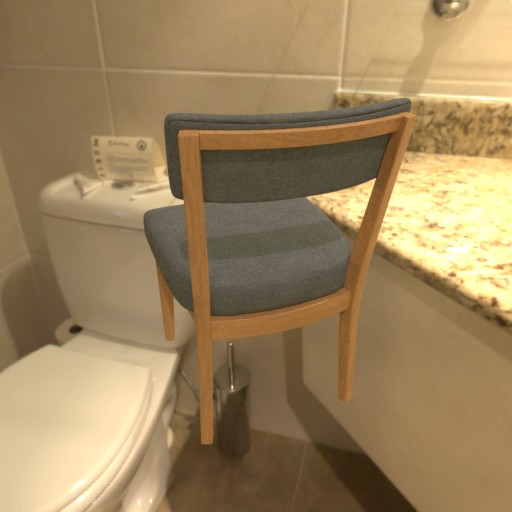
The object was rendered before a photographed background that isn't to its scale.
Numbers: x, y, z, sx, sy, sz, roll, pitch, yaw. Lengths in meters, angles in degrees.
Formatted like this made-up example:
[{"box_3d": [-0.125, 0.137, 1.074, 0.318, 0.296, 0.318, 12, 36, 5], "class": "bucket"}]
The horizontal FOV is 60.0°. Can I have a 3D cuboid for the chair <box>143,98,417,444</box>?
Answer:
[{"box_3d": [0.000, 0.000, 1.165, 0.508, 0.832, 0.572, -10, 30, -18], "class": "chair"}]
